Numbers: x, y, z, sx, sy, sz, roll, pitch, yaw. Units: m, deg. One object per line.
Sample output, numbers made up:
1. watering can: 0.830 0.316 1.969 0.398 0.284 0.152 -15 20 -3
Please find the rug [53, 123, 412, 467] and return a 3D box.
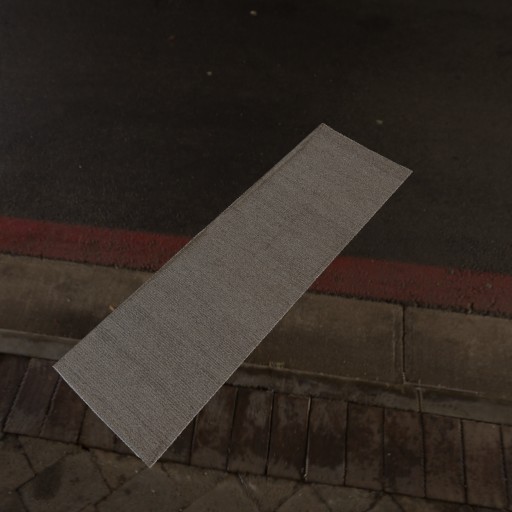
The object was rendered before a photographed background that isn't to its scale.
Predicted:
1. rug: 0.000 0.000 2.638 0.741 0.014 2.390 36 65 20
